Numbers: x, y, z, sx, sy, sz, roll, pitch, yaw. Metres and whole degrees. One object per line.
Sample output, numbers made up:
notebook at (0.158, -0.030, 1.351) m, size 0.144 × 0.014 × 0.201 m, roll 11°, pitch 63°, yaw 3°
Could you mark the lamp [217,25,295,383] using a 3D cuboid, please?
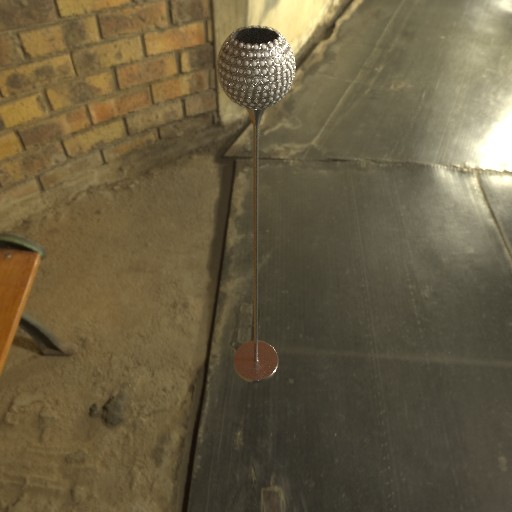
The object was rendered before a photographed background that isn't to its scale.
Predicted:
lamp at (0.000, 0.000, 1.886) m, size 0.254 × 1.805 × 0.254 m, roll 0°, pitch 47°, yaw 0°
